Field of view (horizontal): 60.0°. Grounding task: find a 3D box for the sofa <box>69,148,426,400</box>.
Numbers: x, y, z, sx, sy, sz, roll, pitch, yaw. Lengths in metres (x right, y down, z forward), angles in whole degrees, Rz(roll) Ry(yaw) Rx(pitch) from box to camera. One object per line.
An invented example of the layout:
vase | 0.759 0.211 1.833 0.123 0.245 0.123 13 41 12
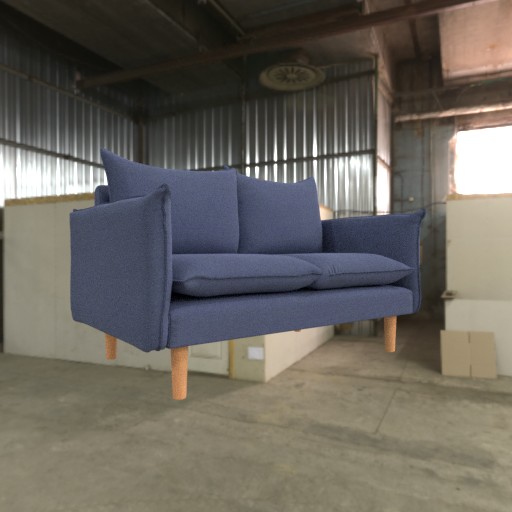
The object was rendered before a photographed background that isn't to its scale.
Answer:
sofa | 0.000 0.000 1.860 1.300 0.840 0.820 -1 1 -37
